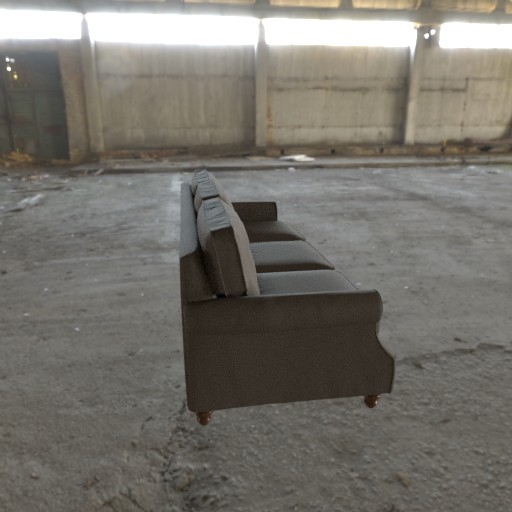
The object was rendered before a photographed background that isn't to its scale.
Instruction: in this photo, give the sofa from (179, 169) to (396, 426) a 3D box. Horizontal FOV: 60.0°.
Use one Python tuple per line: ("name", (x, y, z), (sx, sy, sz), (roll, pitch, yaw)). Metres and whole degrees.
("sofa", (0.000, 0.000, 2.917), (0.966, 0.948, 2.353), (-3, 17, -9))
